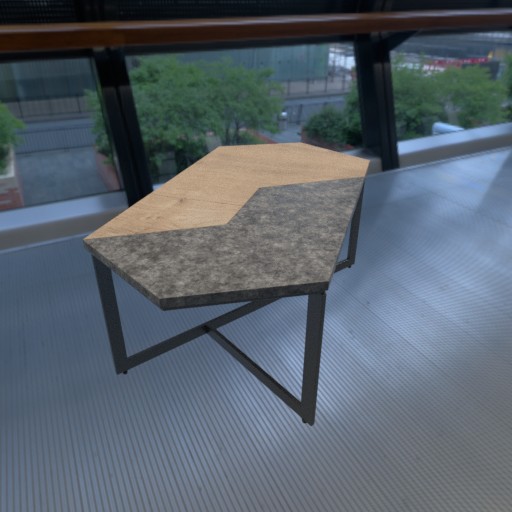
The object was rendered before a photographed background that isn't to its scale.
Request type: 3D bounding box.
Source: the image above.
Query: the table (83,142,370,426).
[{"bbox_3d":[0.000,0.000,1.485,0.609,0.457,1.219,9,30,16],"label":"table"}]
